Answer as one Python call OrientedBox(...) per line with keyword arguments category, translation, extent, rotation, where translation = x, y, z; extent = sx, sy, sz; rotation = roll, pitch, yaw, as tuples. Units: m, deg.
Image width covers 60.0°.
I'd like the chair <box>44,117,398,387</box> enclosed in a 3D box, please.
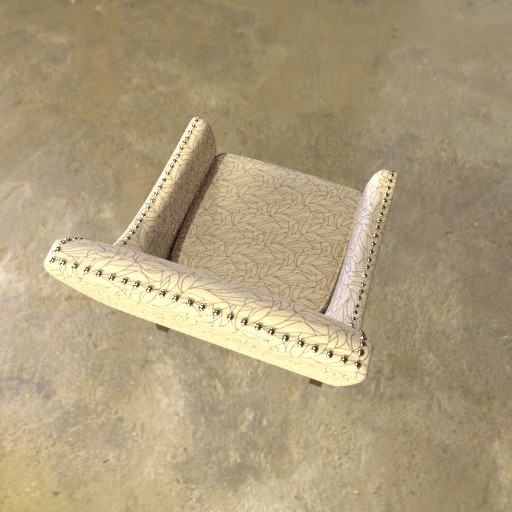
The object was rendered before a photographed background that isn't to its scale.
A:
OrientedBox(category="chair", translation=(0.000, 0.000, 1.243), extent=(0.623, 0.816, 0.651), rotation=(18, 65, 8))
